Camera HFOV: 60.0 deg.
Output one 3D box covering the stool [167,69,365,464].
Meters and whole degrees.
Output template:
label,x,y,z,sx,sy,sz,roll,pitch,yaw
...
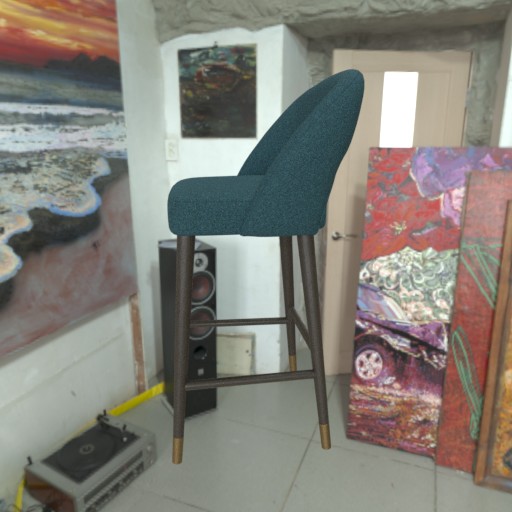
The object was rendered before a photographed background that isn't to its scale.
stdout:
label,x,y,z,sx,sy,sz,roll,pitch,yaw
stool,0.000,0.000,1.323,0.522,1.032,0.536,-2,15,-8
